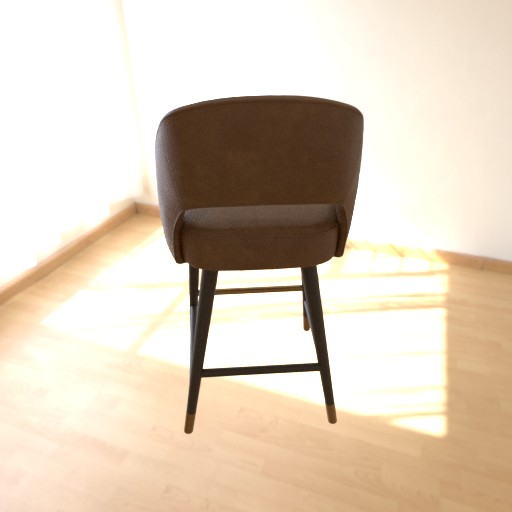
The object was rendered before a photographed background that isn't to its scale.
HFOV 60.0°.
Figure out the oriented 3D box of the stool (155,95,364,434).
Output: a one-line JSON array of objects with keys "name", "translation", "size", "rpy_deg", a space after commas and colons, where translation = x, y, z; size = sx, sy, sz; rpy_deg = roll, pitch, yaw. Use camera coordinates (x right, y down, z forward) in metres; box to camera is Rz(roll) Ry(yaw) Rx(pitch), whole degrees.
[{"name": "stool", "translation": [0.000, 0.000, 1.241], "size": [0.494, 0.940, 0.509], "rpy_deg": [-2, 30, -4]}]
